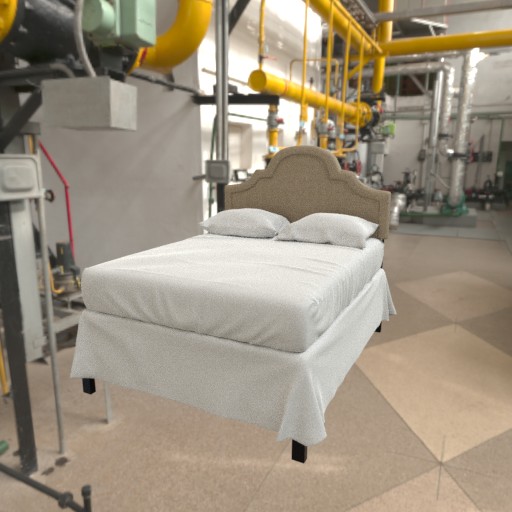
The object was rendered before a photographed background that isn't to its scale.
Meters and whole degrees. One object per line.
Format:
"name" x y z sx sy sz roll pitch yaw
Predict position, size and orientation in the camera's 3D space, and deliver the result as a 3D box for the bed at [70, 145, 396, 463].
"bed" 0.000 0.000 3.310 1.780 1.634 2.222 6 14 26
